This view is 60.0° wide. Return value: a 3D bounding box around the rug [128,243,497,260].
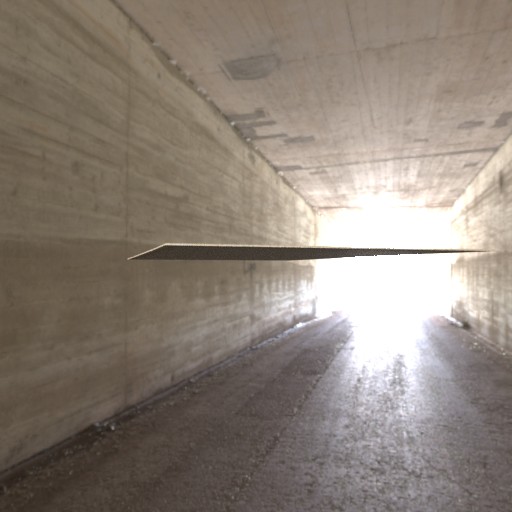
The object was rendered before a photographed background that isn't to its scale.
[{"bbox_3d":[0.000,0.000,2.957,1.524,0.008,2.440,1,-2,-19],"label":"rug"}]
